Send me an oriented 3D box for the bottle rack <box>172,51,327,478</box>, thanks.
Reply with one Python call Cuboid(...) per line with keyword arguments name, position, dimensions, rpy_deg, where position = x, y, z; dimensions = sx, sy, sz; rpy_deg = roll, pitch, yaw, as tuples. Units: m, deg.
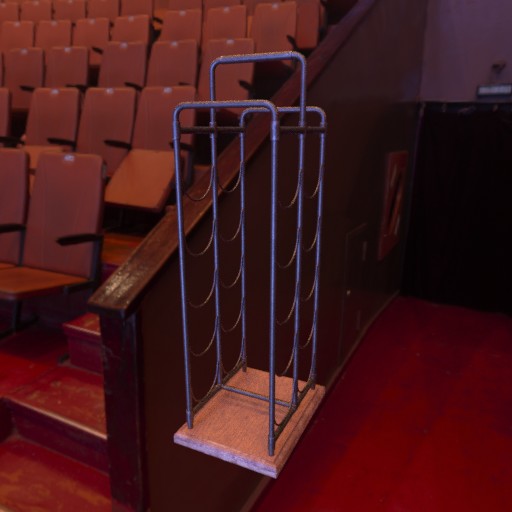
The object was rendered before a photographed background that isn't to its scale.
Cuboid(name="bottle rack", position=(0.000, 0.000, 0.810), dimensions=(0.208, 0.680, 0.276), rpy_deg=(8, 18, 24))
